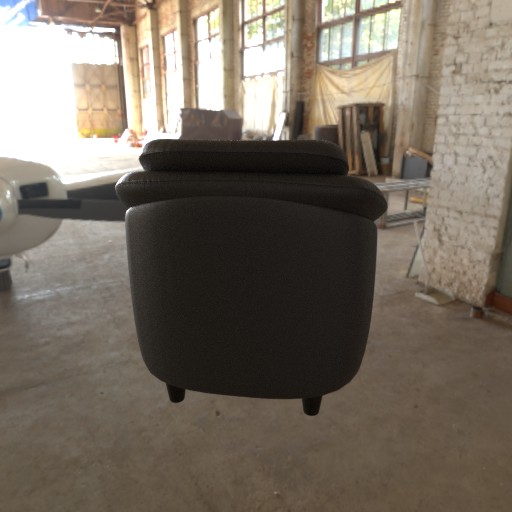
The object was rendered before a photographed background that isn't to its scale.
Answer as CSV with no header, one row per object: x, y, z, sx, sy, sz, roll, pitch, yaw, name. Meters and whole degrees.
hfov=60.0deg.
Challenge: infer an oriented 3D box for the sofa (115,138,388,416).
0.000,0.000,1.536,0.870,0.811,0.794,3,17,8,sofa
